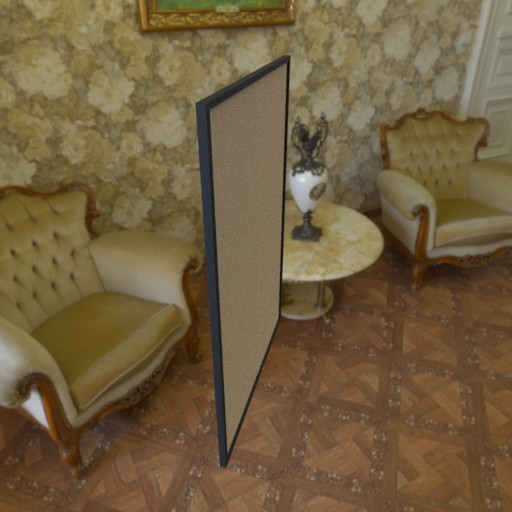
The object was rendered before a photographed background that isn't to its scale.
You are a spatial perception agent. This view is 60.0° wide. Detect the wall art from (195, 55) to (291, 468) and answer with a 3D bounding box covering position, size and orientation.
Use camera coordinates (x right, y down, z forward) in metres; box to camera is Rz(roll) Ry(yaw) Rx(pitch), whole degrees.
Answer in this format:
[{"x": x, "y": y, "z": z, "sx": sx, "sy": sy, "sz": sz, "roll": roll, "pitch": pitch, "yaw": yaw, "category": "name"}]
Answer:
[{"x": 0.000, "y": 0.000, "z": 0.854, "sx": 0.013, "sy": 0.660, "sz": 0.460, "roll": 8, "pitch": 32, "yaw": 13, "category": "wall art"}]
